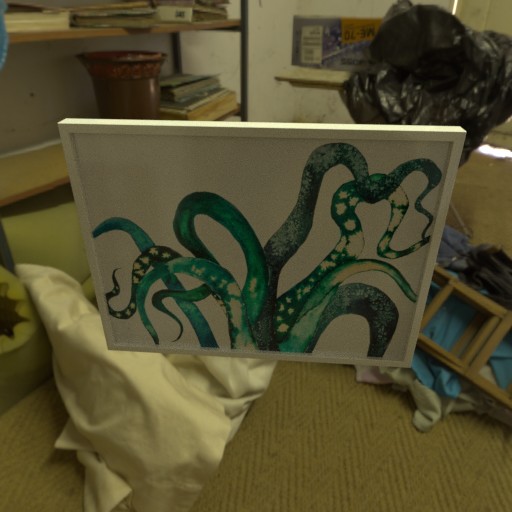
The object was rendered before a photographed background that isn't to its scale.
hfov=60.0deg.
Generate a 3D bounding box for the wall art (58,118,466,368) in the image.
[{"bbox_3d":[0.000,0.000,1.346,1.041,0.787,0.053,2,30,4],"label":"wall art"}]
